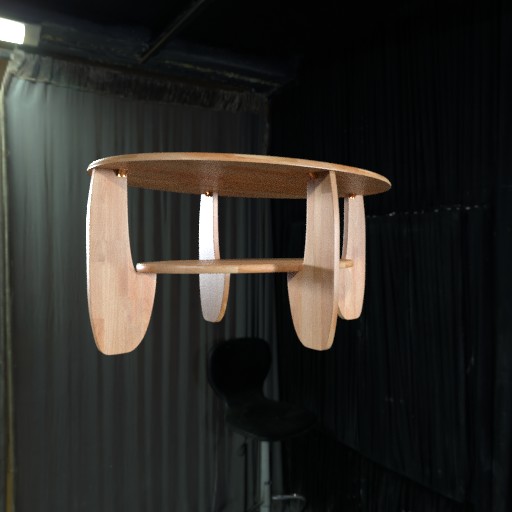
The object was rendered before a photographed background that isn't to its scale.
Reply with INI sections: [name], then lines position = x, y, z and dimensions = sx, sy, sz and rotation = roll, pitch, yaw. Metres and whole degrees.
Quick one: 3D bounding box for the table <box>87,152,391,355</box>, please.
[table]
position = 0.000, 0.000, 1.409
dimensions = 1.040, 0.490, 0.690
rotation = -1, 2, -37
